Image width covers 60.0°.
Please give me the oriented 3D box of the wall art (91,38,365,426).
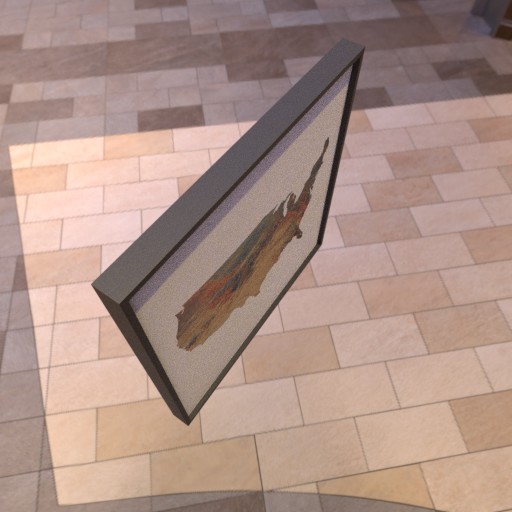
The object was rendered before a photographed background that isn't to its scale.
[{"bbox_3d":[0.000,0.000,0.747,0.038,0.507,0.507,30,62,18],"label":"wall art"}]
